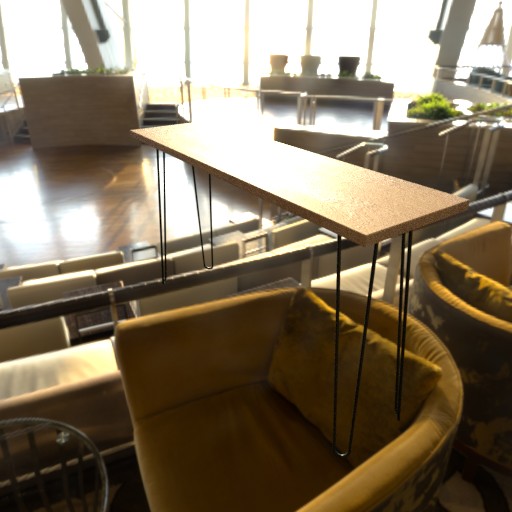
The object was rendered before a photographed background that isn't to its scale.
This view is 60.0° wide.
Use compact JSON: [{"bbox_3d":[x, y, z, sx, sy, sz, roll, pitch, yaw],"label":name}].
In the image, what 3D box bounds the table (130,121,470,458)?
[{"bbox_3d":[0.000,0.000,1.759,0.399,0.799,1.400,-18,32,-31],"label":"table"}]
